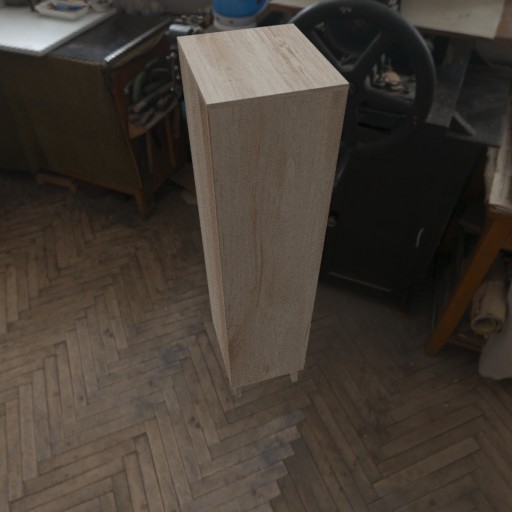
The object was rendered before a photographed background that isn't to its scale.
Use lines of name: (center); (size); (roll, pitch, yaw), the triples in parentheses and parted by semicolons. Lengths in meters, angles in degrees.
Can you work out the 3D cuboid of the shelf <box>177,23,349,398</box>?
shelf: (0.000, 0.000, 2.210); (0.450, 1.960, 0.510); (-12, 49, -11)
